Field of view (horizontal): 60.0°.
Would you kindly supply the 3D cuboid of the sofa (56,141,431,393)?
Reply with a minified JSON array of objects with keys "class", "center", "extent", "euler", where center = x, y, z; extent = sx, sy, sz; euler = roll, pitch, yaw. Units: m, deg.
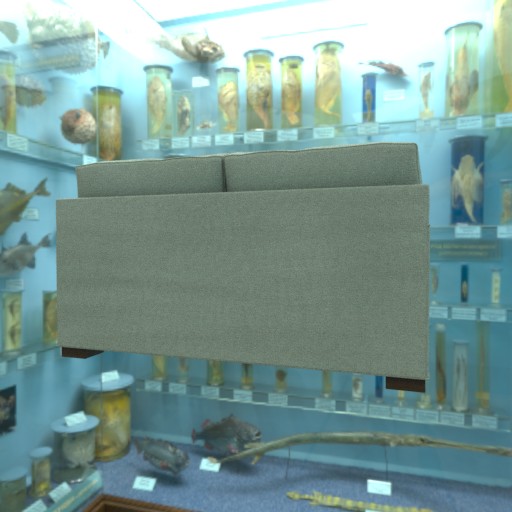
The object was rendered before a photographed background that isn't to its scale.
[{"class":"sofa","center":[0.000,0.000,2.081],"extent":[1.484,0.853,0.940],"euler":[1,2,19]}]
